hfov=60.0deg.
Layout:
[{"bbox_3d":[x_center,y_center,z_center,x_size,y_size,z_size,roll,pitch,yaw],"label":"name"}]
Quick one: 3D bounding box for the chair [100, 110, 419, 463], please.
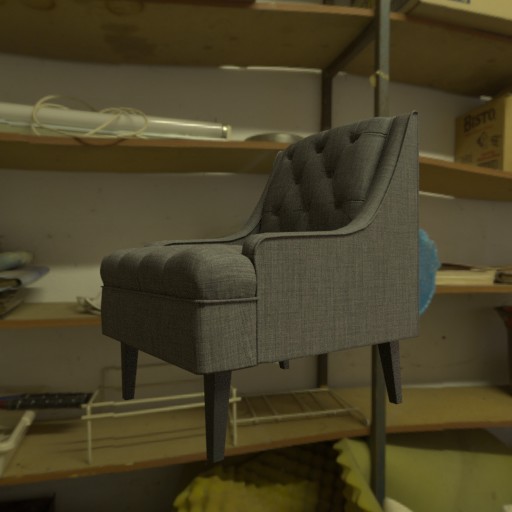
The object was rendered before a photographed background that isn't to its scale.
[{"bbox_3d":[0.000,0.000,1.356,0.771,0.891,0.655,0,0,-37],"label":"chair"}]
